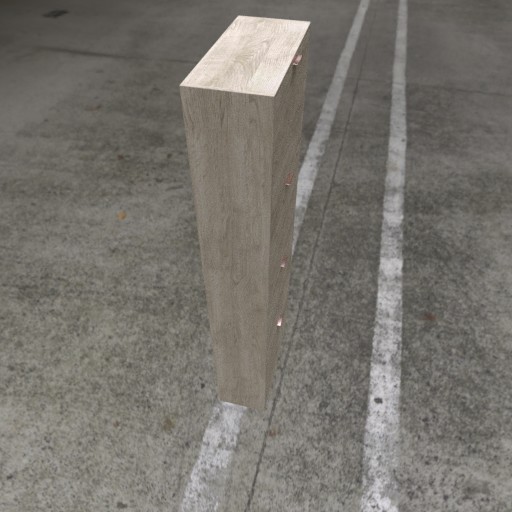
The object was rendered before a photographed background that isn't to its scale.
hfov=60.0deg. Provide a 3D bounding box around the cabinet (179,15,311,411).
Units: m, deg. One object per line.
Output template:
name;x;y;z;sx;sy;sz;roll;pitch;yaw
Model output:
cabinet;0.000;0.000;1.808;0.250;1.630;0.520;10;47;10
